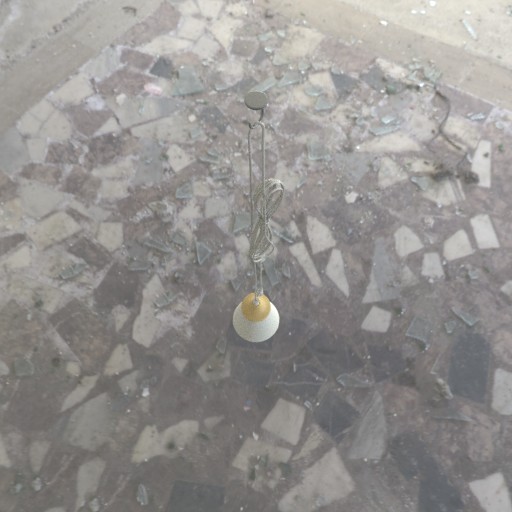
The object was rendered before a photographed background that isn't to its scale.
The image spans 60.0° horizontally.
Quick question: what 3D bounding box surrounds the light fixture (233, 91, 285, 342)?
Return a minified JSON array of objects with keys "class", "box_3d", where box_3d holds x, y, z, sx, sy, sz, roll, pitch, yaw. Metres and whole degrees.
[{"class":"light fixture","box_3d":[0.000,0.000,1.029,0.153,0.966,0.153,-18,66,-9]}]
